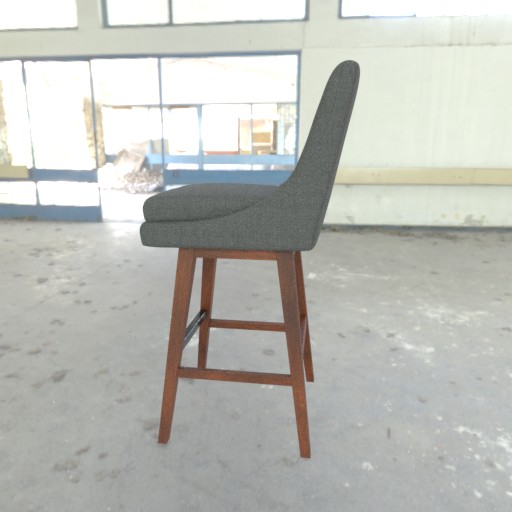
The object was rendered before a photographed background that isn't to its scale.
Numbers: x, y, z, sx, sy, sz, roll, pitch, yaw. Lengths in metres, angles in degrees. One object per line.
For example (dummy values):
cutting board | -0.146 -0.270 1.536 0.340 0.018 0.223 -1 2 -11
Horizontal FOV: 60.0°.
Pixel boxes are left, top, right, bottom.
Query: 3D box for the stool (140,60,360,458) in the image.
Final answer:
stool | 0.000 0.000 1.274 0.524 0.977 0.447 2 14 8
